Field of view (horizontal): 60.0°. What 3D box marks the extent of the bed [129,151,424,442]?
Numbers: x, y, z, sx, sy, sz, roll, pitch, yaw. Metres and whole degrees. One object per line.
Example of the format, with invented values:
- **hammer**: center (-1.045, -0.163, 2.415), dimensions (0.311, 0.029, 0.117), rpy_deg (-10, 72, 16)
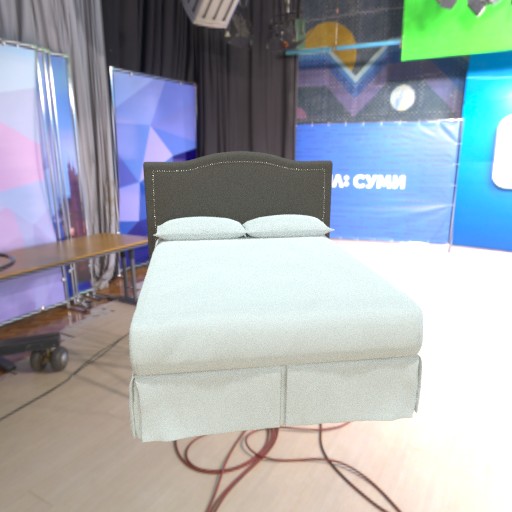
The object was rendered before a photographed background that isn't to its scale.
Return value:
- **bed**: center (0.000, 0.000, 3.127), dimensions (1.666, 1.387, 2.036), rpy_deg (-2, 15, -8)
